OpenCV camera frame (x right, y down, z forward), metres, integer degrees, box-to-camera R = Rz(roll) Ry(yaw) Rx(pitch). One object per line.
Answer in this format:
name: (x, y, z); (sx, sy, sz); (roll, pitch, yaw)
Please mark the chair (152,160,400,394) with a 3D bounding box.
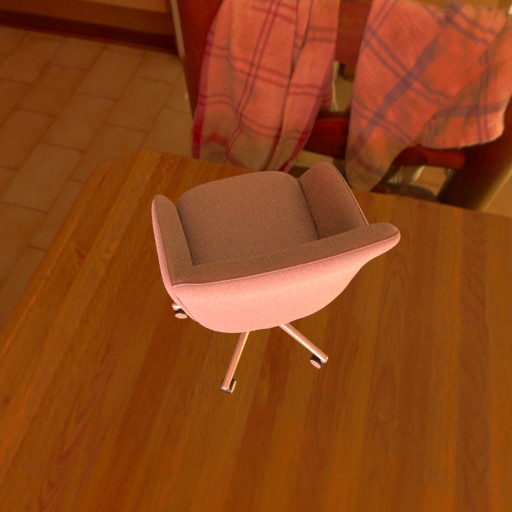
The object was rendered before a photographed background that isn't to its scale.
chair: (0.000, 0.000, 1.424); (0.648, 0.959, 0.654); (-13, 60, -8)
